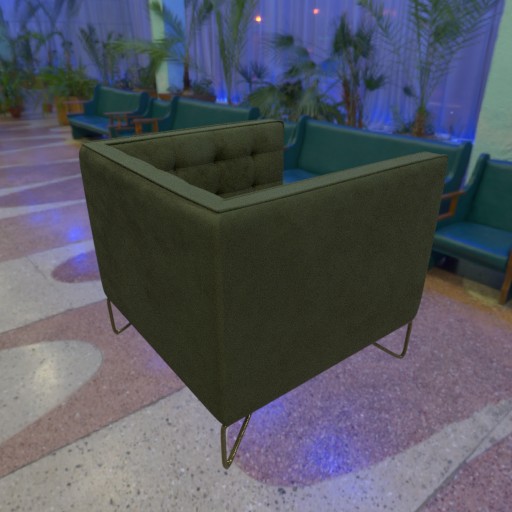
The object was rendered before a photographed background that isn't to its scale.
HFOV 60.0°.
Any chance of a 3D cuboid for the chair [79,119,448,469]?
[{"bbox_3d":[0.000,0.000,1.604,0.894,0.790,0.880,-19,32,-33],"label":"chair"}]
